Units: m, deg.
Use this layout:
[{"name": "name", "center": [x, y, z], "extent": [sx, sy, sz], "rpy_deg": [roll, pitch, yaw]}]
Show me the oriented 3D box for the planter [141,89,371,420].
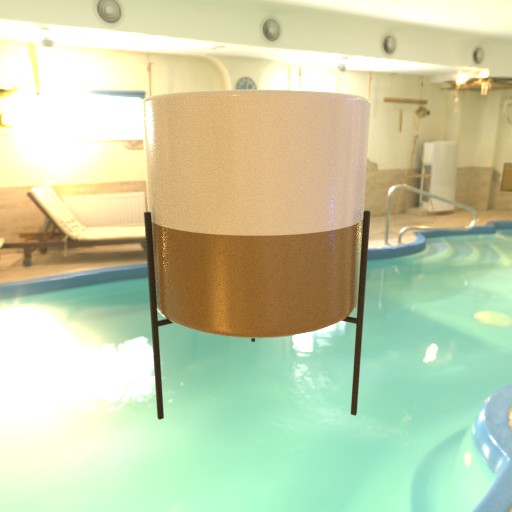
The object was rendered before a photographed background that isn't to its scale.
[{"name": "planter", "center": [0.000, 0.000, 0.649], "extent": [0.310, 0.432, 0.310], "rpy_deg": [14, 20, 41]}]
